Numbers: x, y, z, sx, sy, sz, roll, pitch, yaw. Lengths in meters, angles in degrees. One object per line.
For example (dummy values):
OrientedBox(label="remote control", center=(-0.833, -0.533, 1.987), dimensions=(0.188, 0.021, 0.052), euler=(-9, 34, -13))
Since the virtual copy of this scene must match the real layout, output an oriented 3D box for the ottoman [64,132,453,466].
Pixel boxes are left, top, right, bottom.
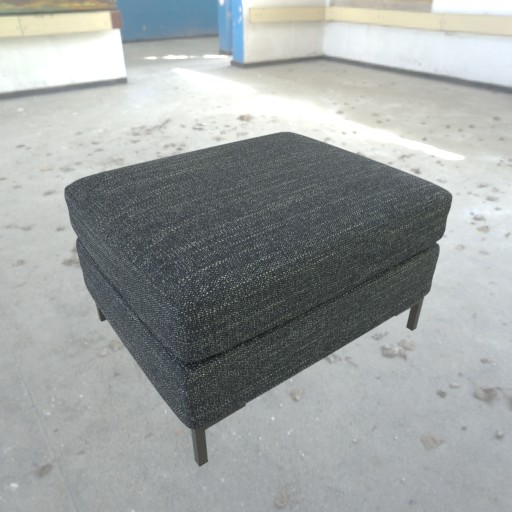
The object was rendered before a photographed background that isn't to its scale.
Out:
OrientedBox(label="ottoman", center=(0.000, 0.000, 1.238), dimensions=(0.814, 0.491, 0.667), euler=(-21, 38, -30))
